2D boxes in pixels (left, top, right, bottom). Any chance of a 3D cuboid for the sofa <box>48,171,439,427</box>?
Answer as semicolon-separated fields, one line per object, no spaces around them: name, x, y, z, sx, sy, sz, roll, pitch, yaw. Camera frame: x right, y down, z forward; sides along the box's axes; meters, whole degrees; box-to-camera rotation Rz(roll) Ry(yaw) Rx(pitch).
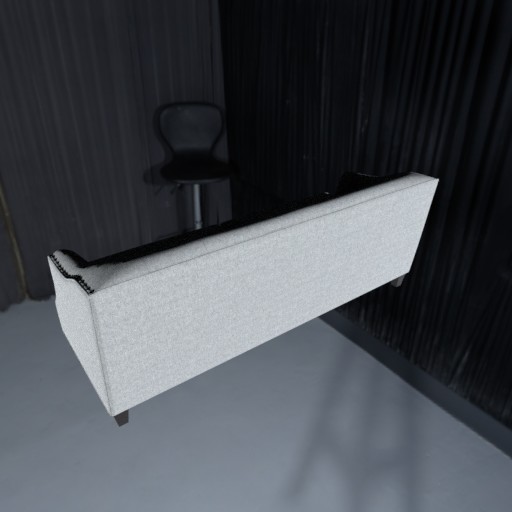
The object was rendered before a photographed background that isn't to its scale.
sofa;0.000;0.000;2.752;2.235;0.901;0.914;-20;35;-31
